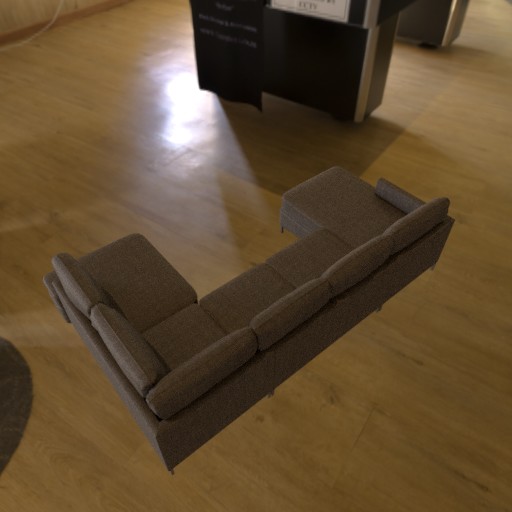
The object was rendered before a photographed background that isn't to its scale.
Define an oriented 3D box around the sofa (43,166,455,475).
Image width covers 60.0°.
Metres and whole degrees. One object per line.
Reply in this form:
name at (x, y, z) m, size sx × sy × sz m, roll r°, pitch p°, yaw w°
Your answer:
sofa at (0.000, 0.000, 4.276) m, size 3.423 × 0.999 × 2.048 m, roll -31°, pitch 53°, yaw -27°
